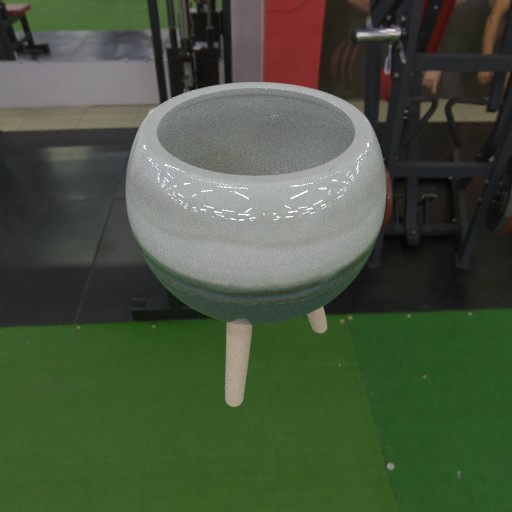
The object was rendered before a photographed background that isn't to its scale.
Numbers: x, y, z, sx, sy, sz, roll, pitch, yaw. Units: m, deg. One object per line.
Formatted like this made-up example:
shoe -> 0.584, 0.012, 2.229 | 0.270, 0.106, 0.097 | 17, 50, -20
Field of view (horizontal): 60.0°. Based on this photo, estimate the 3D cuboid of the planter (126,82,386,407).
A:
planter -> 0.000, 0.000, 0.439 | 0.222, 0.278, 0.222 | 0, 41, 0
